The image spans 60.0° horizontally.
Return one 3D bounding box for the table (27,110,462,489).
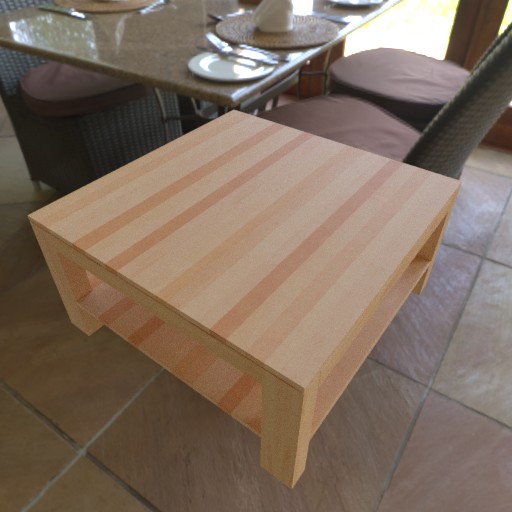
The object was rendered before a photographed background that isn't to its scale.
[{"bbox_3d":[0.000,0.000,1.434,0.900,0.450,0.900,26,47,27],"label":"table"}]
